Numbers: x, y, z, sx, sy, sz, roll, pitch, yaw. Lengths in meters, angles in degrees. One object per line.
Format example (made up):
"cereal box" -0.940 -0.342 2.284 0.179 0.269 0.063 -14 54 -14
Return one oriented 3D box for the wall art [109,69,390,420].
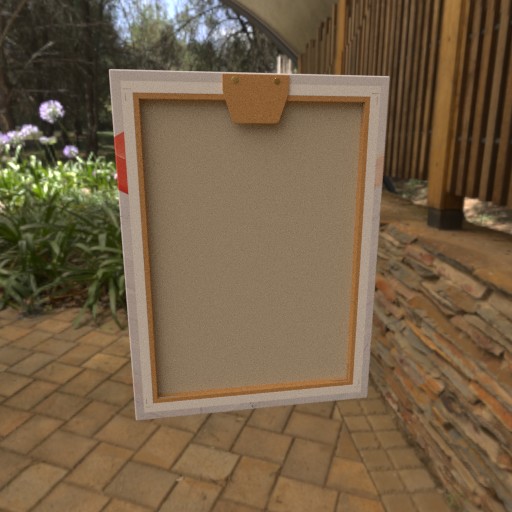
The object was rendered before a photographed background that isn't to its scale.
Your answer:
"wall art" 0.000 0.000 1.321 0.759 1.014 0.045 -2 15 -9
